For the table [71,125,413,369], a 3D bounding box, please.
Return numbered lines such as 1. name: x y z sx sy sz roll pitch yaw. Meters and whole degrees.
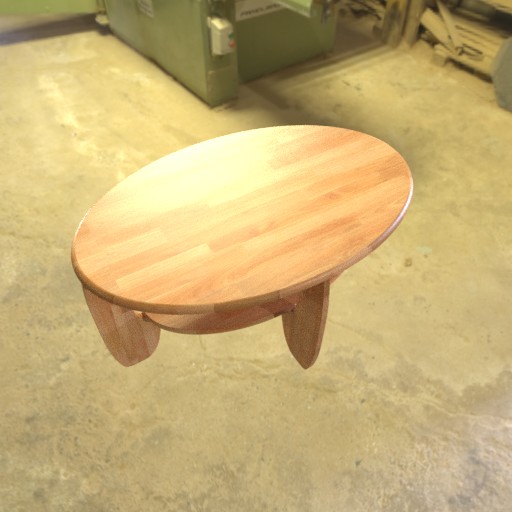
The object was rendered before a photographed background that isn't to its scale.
1. table: 0.000 0.000 1.422 1.040 0.490 0.690 -24 51 -21
